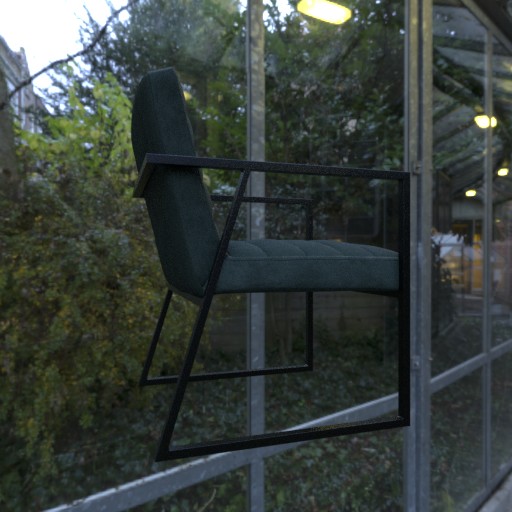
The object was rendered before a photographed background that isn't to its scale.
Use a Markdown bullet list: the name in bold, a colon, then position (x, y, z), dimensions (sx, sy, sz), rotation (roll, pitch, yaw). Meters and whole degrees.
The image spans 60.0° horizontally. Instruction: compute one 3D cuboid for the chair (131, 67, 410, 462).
- **chair**: position (0.000, 0.000, 1.260), dimensions (0.677, 0.833, 0.571), rotation (0, 0, -18)
